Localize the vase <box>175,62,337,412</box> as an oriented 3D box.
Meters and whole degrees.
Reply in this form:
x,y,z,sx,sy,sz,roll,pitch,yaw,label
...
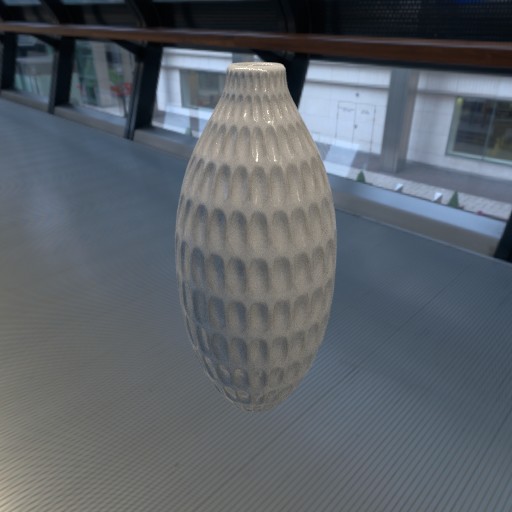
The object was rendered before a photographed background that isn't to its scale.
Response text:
x,y,z,sx,sy,sz,roll,pitch,yaw,label
0.000,0.000,0.354,0.127,0.282,0.127,0,27,0,vase
